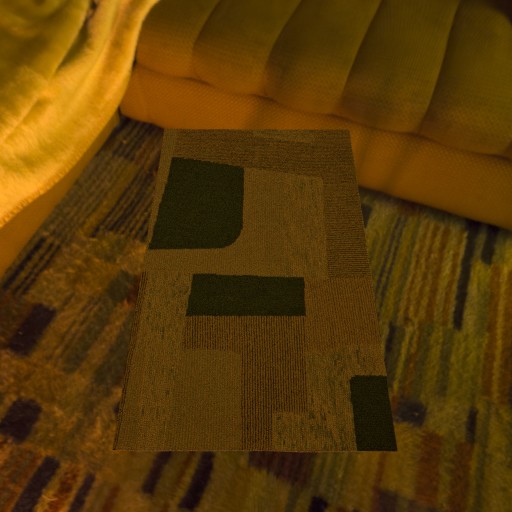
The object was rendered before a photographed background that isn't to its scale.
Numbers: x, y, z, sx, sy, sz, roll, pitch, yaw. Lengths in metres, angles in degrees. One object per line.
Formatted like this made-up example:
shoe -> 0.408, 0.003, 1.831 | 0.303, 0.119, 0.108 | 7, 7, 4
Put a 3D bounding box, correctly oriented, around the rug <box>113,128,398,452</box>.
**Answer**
rug -> 0.000, 0.000, 2.989 | 1.521, 0.015, 2.436 | 0, 58, 0
